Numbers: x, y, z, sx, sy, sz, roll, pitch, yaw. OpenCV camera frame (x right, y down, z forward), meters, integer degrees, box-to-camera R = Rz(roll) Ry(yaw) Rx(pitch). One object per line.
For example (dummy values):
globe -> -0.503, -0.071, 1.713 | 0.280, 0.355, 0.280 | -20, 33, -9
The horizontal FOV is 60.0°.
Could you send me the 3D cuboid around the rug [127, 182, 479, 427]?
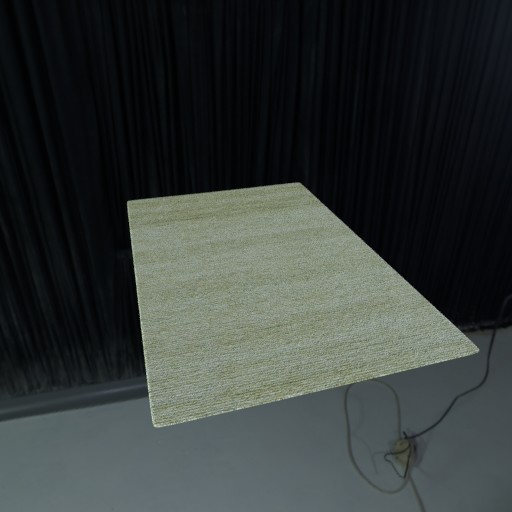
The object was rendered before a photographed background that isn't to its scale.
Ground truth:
rug -> 0.000, 0.000, 2.152 | 1.143, 0.010, 1.758 | -8, 31, -14
